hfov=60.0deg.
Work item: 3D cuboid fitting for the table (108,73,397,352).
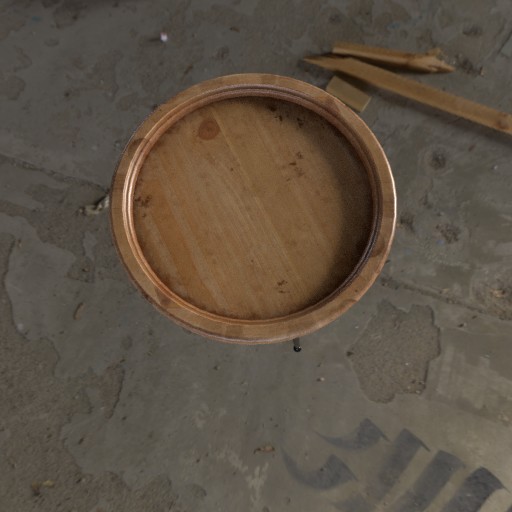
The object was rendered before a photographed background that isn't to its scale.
[{"bbox_3d":[0.000,0.000,0.946,0.414,0.664,0.418,38,78,9],"label":"table"}]
